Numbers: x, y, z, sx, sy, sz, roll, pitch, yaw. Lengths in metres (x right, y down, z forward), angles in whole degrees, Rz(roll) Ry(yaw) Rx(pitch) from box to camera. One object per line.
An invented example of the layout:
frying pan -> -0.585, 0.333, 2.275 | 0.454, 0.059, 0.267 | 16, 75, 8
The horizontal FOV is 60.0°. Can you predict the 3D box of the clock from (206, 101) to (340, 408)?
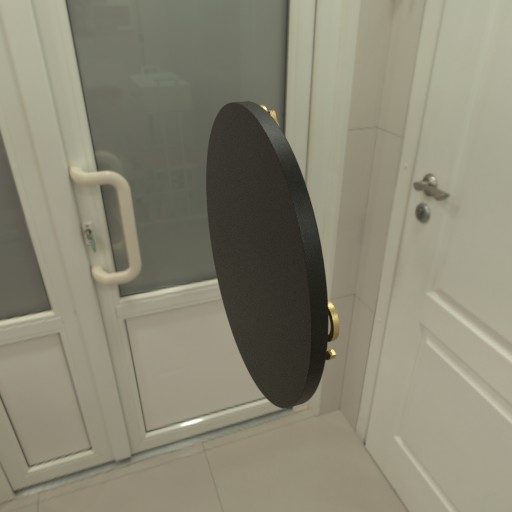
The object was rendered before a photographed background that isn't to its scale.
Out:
clock -> 0.000, 0.000, 0.687 | 0.038, 0.454, 0.454 | -10, 32, -17
